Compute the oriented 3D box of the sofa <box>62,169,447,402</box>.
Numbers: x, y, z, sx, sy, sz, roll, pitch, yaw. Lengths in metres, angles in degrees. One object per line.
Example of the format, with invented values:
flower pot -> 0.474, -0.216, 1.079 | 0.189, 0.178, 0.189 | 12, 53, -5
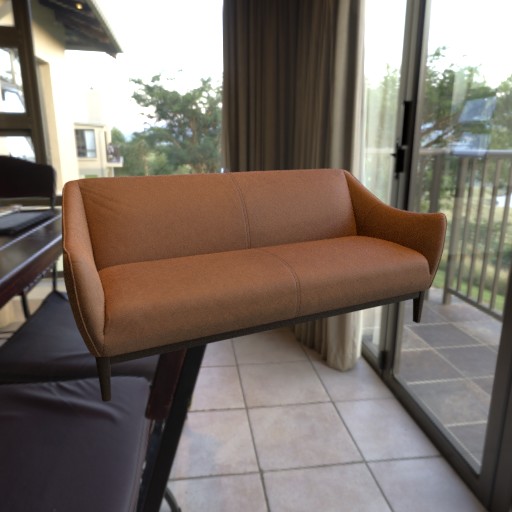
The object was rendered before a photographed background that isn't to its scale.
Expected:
sofa -> 0.000, 0.000, 2.376 | 1.928, 0.830, 0.869 | -8, 17, -26
